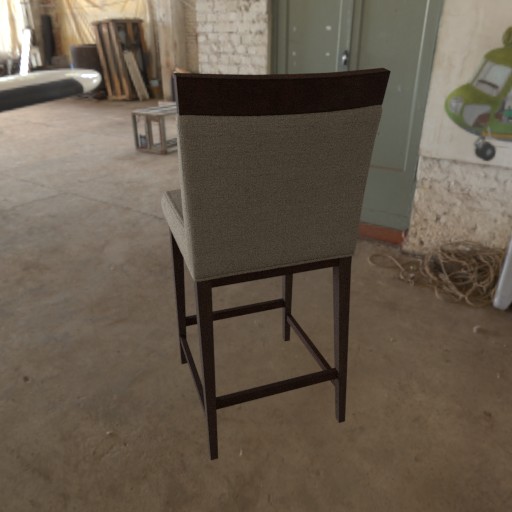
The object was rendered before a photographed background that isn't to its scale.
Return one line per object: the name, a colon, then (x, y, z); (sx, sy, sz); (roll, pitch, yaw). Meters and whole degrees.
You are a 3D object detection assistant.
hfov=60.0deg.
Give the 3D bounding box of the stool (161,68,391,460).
stool: (0.000, 0.000, 1.410); (0.511, 1.117, 0.531); (-9, 28, -17)
